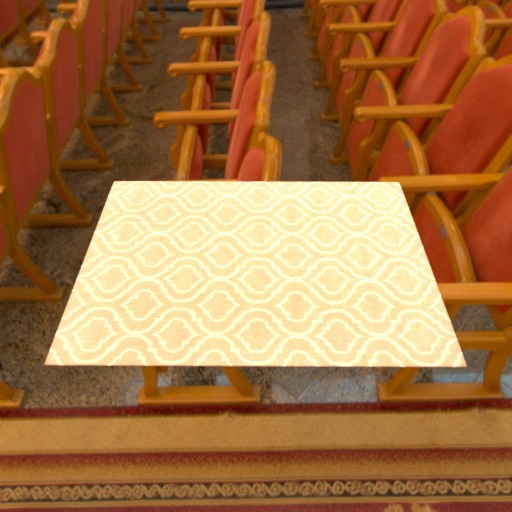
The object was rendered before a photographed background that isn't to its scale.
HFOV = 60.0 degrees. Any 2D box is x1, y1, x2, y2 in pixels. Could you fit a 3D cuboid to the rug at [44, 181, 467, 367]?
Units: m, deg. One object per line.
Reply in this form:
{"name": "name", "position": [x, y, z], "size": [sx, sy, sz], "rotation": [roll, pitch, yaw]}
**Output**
{"name": "rug", "position": [0.000, 0.000, 4.358], "size": [3.353, 0.010, 2.438], "rotation": [0, 46, 0]}
